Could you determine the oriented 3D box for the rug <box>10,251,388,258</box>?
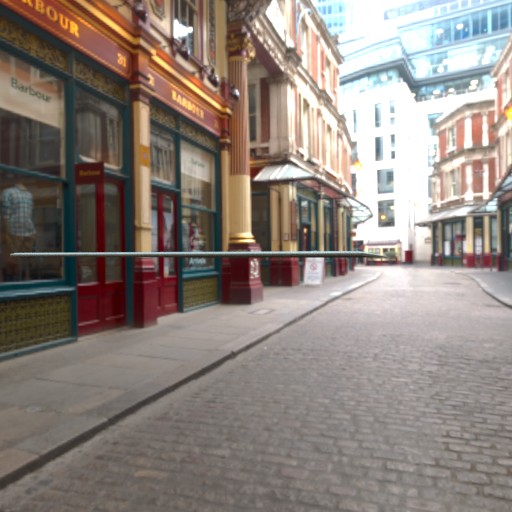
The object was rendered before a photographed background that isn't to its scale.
[{"bbox_3d":[0.000,0.000,2.244,1.219,0.012,1.840,0,0,19],"label":"rug"}]
